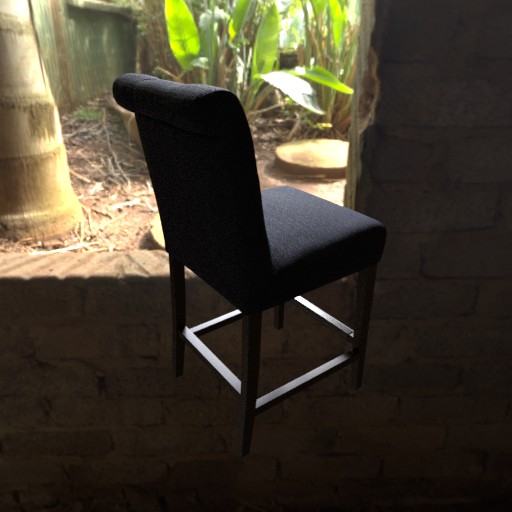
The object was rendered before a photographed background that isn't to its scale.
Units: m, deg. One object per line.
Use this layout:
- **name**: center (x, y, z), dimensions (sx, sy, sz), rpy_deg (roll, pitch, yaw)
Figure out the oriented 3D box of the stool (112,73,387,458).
- **stool**: center (0.000, 0.000, 1.322), dimensions (0.601, 1.010, 0.493), rpy_deg (-18, 32, -32)
